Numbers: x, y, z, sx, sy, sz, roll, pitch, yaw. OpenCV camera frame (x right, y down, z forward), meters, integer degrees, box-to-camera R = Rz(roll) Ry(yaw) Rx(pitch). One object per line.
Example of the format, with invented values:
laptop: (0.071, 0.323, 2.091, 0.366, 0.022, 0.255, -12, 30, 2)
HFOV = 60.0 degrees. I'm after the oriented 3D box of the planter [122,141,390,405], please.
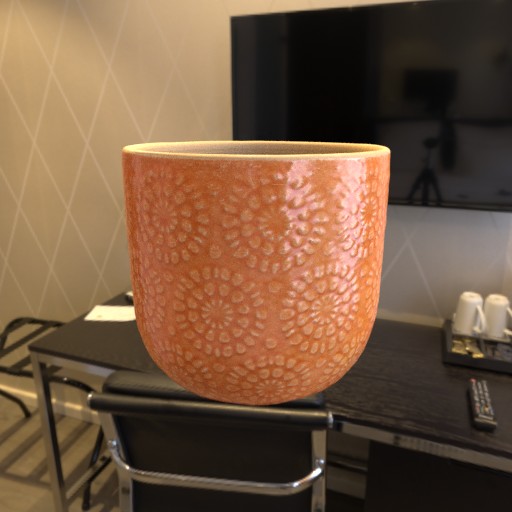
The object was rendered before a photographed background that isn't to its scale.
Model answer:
planter: (0.000, 0.000, 0.300, 0.170, 0.152, 0.170, 0, 17, 0)
